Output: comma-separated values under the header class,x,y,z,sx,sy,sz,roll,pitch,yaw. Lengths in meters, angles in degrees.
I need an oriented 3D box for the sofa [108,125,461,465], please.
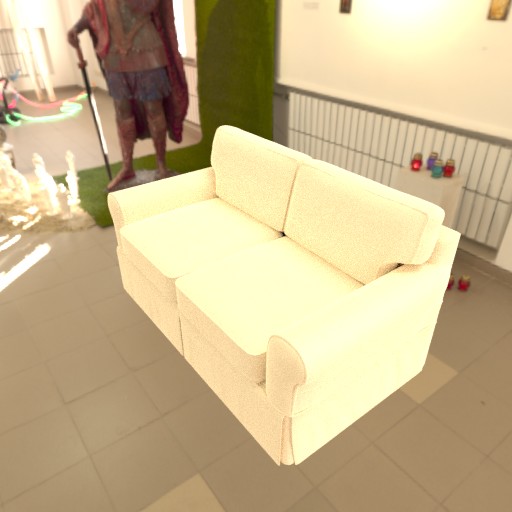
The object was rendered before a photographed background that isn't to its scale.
class,x,y,z,sx,sy,sz,roll,pitch,yaw
sofa,0.000,0.000,2.358,0.991,0.940,1.727,-22,38,-31
